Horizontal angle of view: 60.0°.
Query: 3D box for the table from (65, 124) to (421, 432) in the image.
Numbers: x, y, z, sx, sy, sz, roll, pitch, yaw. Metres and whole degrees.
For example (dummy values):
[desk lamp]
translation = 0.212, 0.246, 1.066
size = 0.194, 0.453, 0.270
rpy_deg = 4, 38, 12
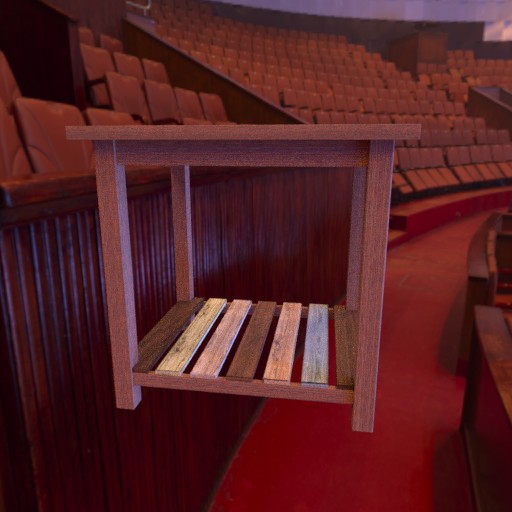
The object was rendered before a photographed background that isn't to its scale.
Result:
[table]
translation = 0.000, 0.000, 1.155
size = 0.660, 0.635, 0.559
rpy_deg = 2, 15, 9
